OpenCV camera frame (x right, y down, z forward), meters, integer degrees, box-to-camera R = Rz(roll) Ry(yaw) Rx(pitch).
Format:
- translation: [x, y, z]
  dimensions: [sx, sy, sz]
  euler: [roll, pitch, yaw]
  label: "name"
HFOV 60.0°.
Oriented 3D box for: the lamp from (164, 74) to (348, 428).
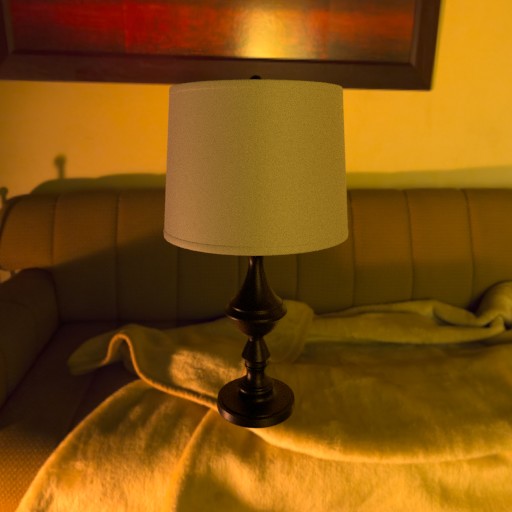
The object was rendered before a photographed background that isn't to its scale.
- translation: [0.000, 0.000, 0.953]
  dimensions: [0.383, 0.726, 0.383]
  euler: [0, 15, 0]
  label: "lamp"
